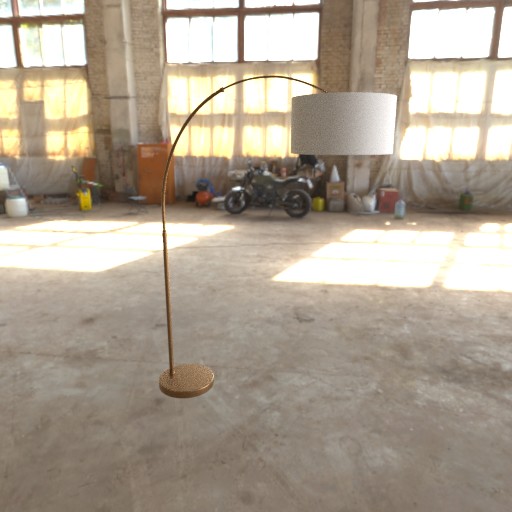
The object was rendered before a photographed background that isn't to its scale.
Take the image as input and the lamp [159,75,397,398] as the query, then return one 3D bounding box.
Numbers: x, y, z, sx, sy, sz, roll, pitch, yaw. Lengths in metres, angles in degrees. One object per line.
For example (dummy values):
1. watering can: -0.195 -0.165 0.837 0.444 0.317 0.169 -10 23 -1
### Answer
1. lamp: 0.000 0.000 2.546 1.434 1.927 0.493 7 16 26
